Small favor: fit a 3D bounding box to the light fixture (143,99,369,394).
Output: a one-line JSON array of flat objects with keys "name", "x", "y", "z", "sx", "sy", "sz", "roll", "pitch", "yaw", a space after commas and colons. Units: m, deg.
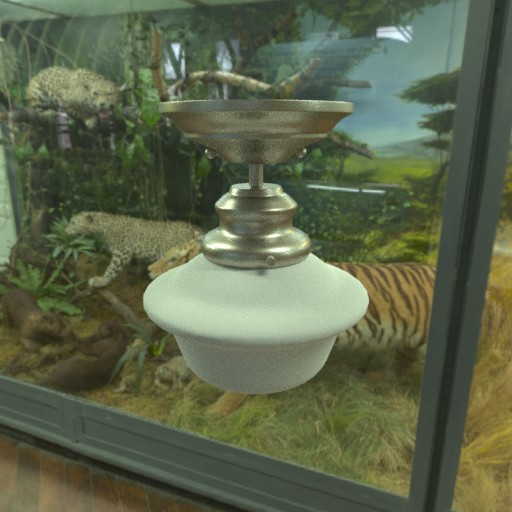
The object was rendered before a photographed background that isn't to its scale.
[{"name": "light fixture", "x": 0.000, "y": 0.000, "z": 0.391, "sx": 0.199, "sy": 0.254, "sz": 0.199, "roll": 0, "pitch": 17, "yaw": 0}]
